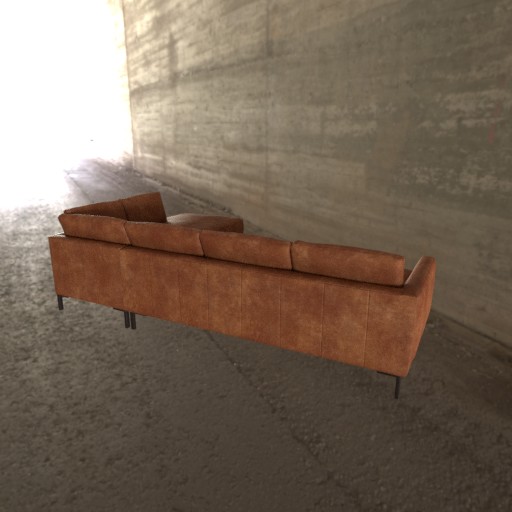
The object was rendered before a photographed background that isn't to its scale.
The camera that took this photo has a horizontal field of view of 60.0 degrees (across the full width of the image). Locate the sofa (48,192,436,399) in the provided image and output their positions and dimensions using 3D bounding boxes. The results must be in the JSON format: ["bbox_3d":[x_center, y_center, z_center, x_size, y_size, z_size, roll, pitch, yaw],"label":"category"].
[{"bbox_3d":[0.000,0.000,3.914,2.984,0.877,1.938,8,18,26],"label":"sofa"}]
